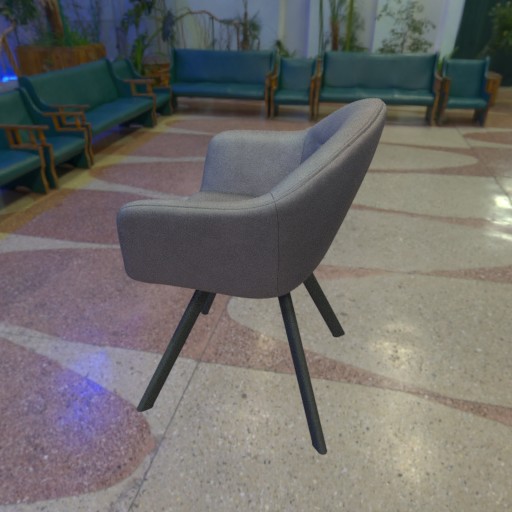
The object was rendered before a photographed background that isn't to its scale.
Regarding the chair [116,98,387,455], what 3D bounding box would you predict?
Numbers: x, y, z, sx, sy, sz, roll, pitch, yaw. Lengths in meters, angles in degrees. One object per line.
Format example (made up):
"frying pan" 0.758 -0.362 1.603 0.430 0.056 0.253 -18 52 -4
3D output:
"chair" 0.000 0.000 1.138 0.544 0.781 0.567 8 31 13
